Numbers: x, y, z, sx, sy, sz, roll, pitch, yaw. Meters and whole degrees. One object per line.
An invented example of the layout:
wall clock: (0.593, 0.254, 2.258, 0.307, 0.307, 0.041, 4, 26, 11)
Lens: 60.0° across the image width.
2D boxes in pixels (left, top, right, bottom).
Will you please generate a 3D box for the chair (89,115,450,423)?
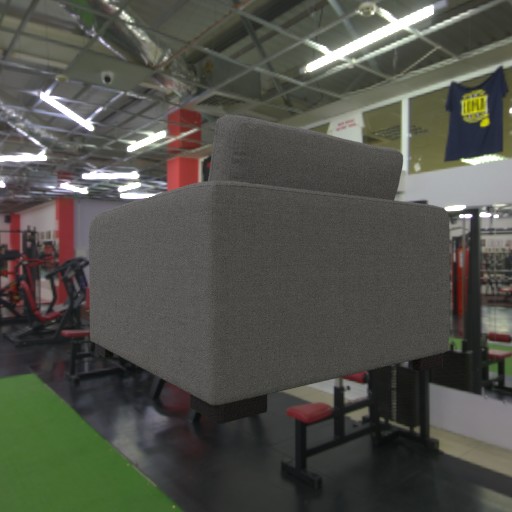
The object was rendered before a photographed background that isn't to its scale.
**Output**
chair: (0.000, 0.000, 1.842, 1.070, 0.847, 1.100, 0, 0, -36)
